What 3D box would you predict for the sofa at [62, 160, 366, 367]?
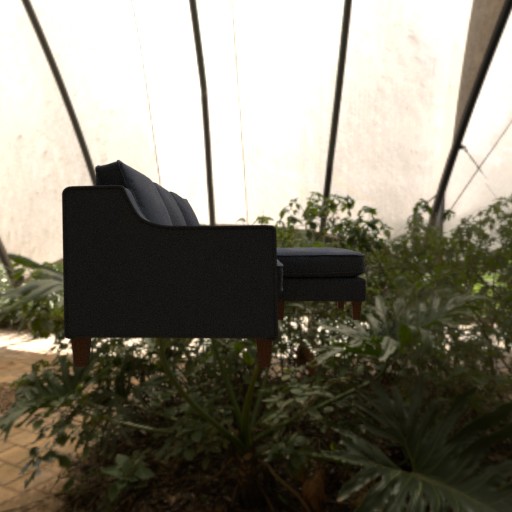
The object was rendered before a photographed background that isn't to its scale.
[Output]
[{"bbox_3d":[0.000,0.000,3.289,1.858,1.066,2.317,0,1,0],"label":"sofa"}]
